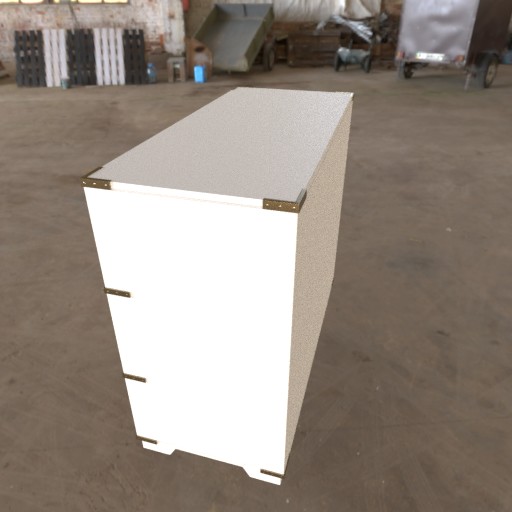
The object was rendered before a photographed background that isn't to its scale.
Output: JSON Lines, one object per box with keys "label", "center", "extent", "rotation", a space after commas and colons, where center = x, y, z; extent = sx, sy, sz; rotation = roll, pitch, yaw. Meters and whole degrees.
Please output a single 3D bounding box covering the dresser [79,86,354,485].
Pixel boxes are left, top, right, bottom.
{"label": "dresser", "center": [0.000, 0.000, 1.503], "extent": [0.460, 0.891, 1.022], "rotation": [9, 32, 14]}
